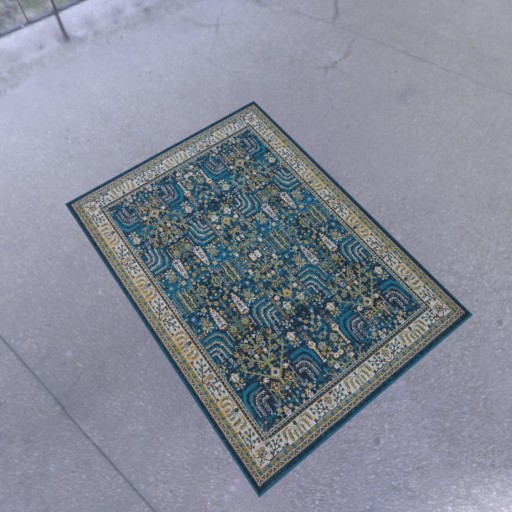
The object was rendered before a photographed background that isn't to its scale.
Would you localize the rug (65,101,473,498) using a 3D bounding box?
[{"bbox_3d":[0.000,0.000,3.933,2.226,0.015,3.044,-34,68,-16],"label":"rug"}]
